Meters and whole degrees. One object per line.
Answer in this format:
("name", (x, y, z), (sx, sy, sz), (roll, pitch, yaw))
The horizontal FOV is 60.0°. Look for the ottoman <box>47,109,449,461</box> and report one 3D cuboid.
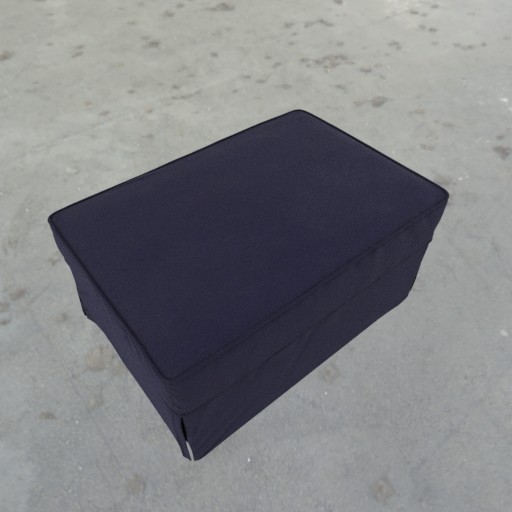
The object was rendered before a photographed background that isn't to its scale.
("ottoman", (0.000, 0.000, 1.321), (0.938, 0.503, 0.637), (-30, 54, -26))
